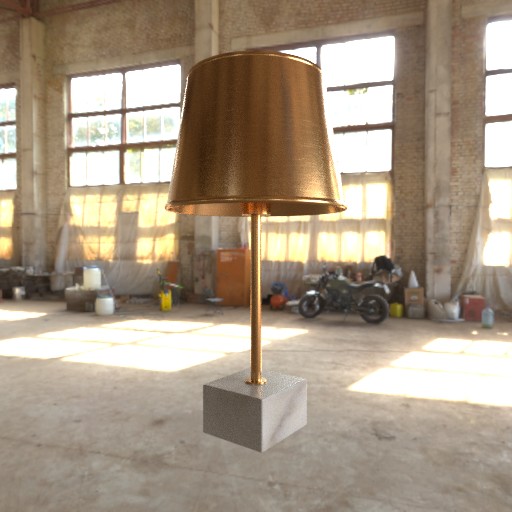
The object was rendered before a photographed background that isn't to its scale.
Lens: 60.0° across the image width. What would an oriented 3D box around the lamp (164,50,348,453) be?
[{"bbox_3d":[0.000,0.000,0.515,0.208,0.406,0.208,0,1,0],"label":"lamp"}]
